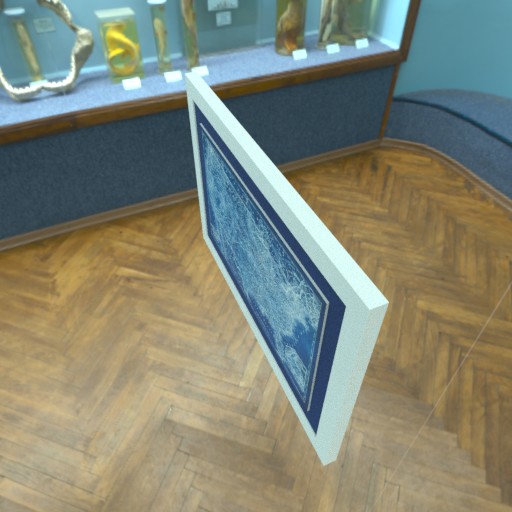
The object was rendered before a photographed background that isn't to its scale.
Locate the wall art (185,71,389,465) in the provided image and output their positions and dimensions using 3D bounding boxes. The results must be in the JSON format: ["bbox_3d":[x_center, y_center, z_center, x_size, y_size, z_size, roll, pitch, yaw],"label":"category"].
[{"bbox_3d":[0.000,0.000,1.690,0.051,0.902,1.308,-17,48,-17],"label":"wall art"}]
